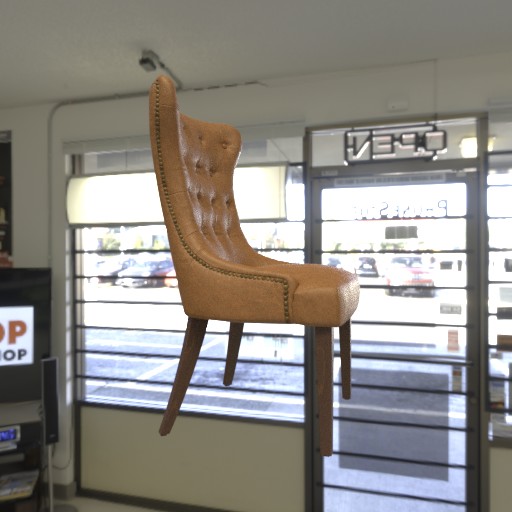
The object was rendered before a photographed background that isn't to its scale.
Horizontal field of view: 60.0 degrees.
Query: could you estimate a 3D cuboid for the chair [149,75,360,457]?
[{"bbox_3d":[0.000,0.000,1.500,0.669,1.065,0.611,0,1,18],"label":"chair"}]
